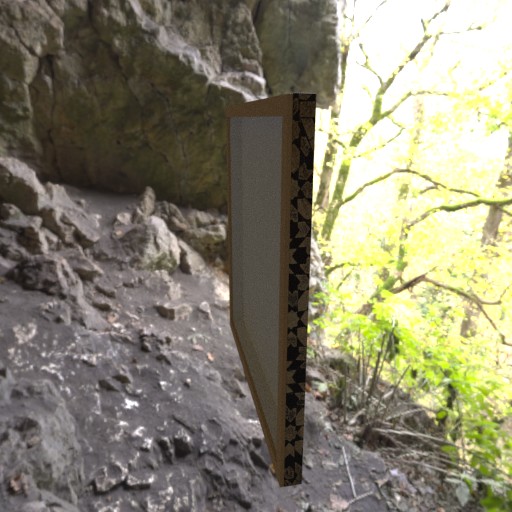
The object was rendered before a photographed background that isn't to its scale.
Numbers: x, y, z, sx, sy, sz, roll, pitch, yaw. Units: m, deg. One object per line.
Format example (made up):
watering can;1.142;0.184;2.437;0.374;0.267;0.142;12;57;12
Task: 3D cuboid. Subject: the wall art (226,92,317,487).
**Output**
wall art;0.000;0.000;0.929;0.038;0.612;0.612;-3;18;-10
